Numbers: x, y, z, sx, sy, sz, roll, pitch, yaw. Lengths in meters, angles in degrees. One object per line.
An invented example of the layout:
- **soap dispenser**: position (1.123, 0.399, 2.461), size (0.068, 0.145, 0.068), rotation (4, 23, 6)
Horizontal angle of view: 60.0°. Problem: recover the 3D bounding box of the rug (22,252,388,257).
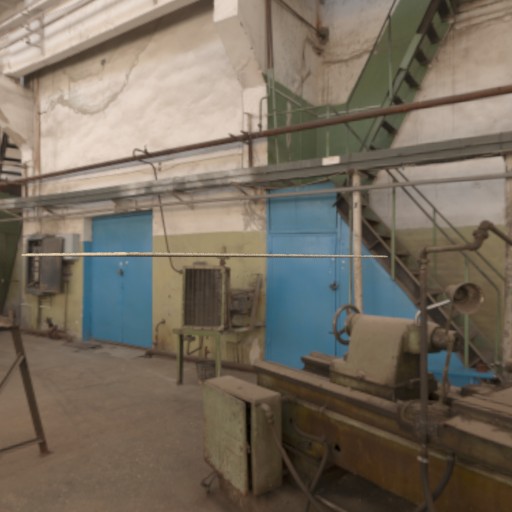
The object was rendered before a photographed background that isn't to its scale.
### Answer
- **rug**: position (0.000, 0.000, 2.420), size (0.662, 0.011, 2.196), rotation (0, 0, 37)
